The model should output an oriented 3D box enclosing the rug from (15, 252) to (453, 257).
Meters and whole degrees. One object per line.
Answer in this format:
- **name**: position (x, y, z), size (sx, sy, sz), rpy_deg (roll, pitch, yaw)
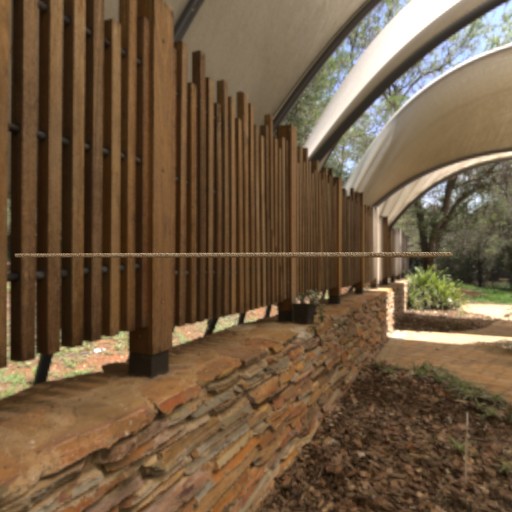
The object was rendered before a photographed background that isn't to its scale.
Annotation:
- **rug**: position (0.000, 0.000, 3.977), size (3.000, 0.025, 2.400), rpy_deg (0, 0, 18)
